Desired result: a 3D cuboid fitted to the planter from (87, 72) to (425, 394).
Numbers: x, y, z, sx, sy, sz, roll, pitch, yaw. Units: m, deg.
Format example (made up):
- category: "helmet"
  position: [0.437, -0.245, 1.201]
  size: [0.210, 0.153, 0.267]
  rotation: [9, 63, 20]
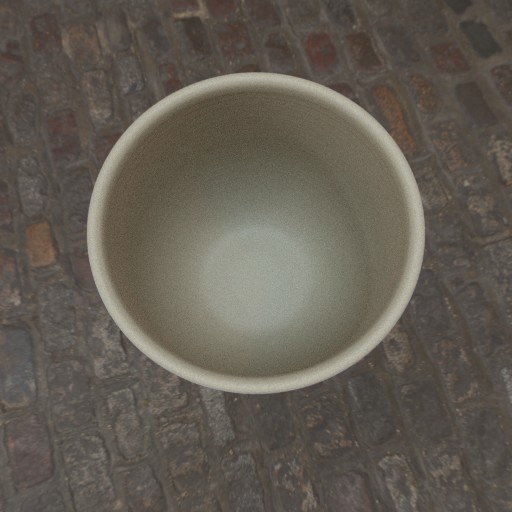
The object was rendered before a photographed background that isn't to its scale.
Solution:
- category: "planter"
  position: [0.000, 0.000, 0.363]
  size: [0.208, 0.190, 0.208]
  rotation: [0, 75, 0]
